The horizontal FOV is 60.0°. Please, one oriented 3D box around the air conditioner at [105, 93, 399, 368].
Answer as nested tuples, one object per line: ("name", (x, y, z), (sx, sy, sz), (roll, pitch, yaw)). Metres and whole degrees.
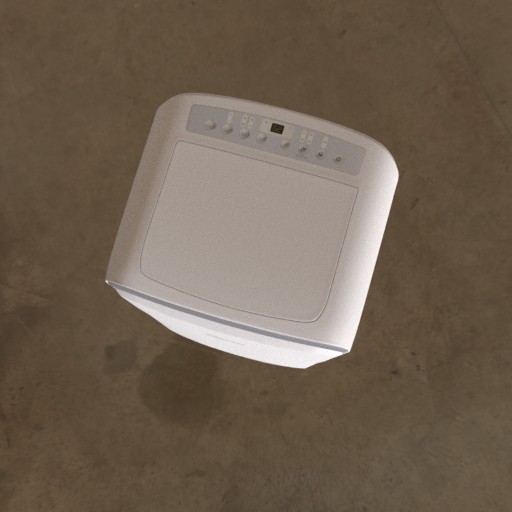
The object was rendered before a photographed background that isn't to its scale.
("air conditioner", (0.000, 0.000, 1.071), (0.478, 0.765, 0.467), (15, 77, 4))
